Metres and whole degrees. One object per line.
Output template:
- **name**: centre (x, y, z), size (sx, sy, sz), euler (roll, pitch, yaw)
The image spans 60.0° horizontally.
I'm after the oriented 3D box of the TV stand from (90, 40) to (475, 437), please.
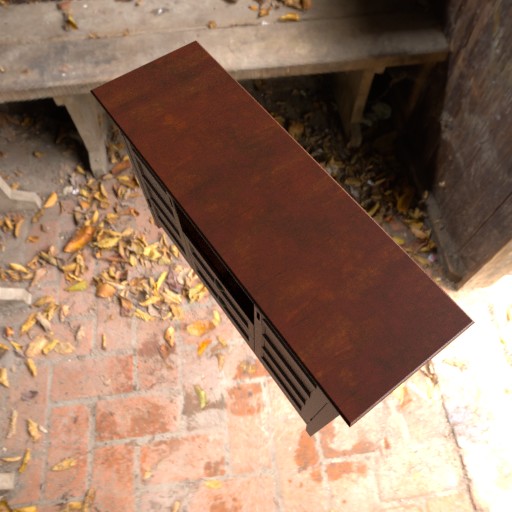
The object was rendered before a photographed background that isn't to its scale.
- **TV stand**: centre (0.000, 0.000, 1.772), size (0.445, 0.915, 1.372), euler (-33, 68, -15)
